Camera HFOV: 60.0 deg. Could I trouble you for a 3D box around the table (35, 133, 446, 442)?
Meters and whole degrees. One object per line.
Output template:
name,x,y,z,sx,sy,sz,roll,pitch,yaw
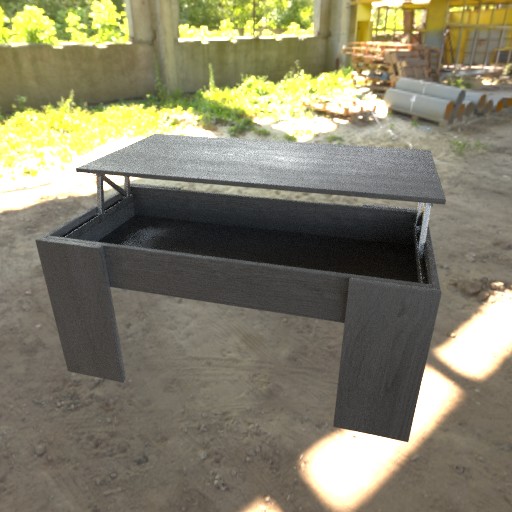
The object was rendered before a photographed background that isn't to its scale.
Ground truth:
table,0.000,0.000,1.404,1.000,0.570,0.711,7,28,14
